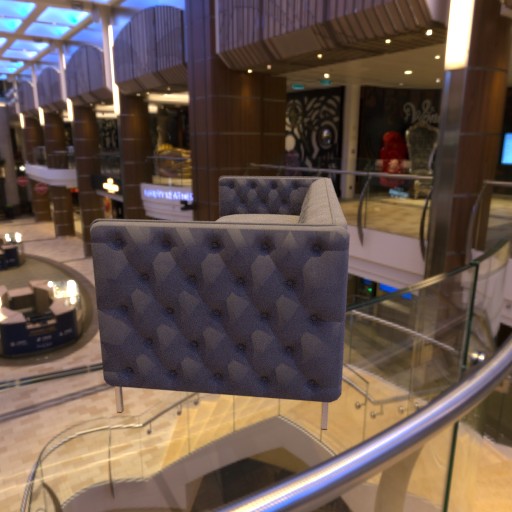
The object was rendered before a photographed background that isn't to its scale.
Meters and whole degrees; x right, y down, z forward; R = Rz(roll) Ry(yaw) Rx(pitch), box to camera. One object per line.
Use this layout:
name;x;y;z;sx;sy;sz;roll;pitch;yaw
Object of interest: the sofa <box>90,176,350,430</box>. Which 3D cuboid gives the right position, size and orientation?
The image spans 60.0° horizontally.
sofa;0.000;0.000;2.576;0.895;0.771;2.209;2;14;7
